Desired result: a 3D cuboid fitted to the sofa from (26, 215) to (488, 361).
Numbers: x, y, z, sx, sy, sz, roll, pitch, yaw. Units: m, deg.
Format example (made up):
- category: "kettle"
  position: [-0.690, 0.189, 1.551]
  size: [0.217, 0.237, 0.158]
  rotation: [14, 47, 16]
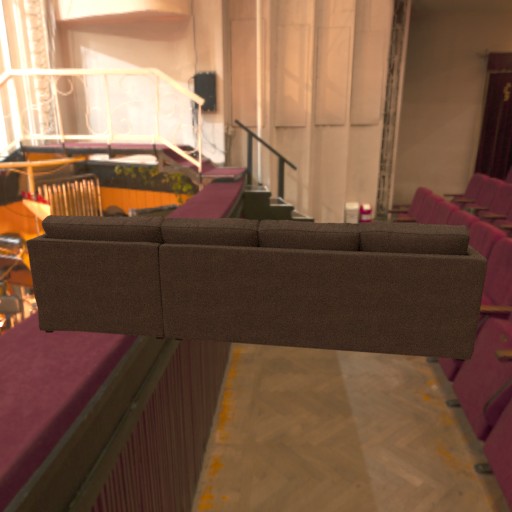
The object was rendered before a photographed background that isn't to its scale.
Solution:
- category: "sofa"
  position: [0.000, 0.000, 3.845]
  size: [3.205, 0.922, 1.650]
  rotation: [2, 17, 8]
